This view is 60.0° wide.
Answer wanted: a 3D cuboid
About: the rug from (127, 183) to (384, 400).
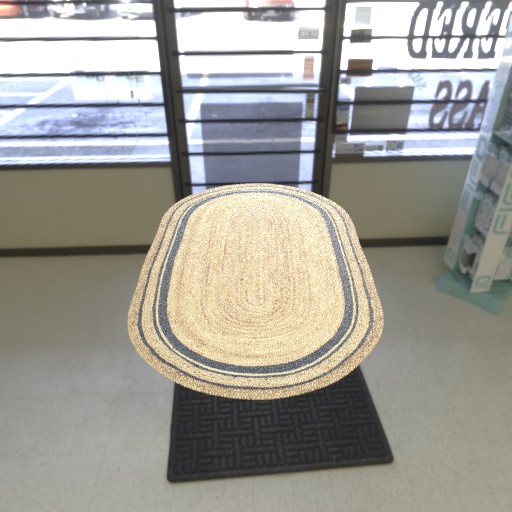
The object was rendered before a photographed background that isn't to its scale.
[{"bbox_3d":[0.000,0.000,3.080,1.520,0.006,2.432,0,33,0],"label":"rug"}]
